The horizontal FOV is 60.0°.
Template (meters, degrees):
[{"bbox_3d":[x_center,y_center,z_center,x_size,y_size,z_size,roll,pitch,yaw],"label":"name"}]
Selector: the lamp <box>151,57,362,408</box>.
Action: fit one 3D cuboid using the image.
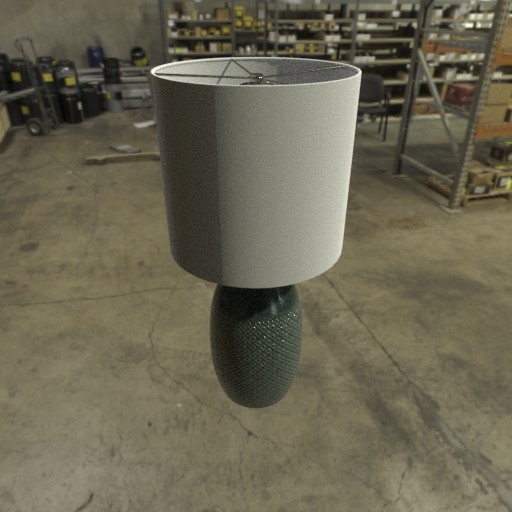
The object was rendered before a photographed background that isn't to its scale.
[{"bbox_3d":[0.000,0.000,0.577,0.217,0.453,0.217,-9,31,-15],"label":"lamp"}]
